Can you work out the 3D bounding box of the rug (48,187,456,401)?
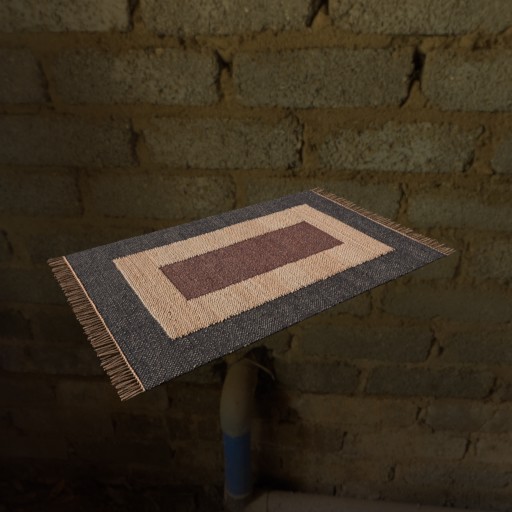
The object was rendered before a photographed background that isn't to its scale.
[{"bbox_3d":[0.000,0.000,2.534,2.021,0.027,1.224,-19,35,-29],"label":"rug"}]
